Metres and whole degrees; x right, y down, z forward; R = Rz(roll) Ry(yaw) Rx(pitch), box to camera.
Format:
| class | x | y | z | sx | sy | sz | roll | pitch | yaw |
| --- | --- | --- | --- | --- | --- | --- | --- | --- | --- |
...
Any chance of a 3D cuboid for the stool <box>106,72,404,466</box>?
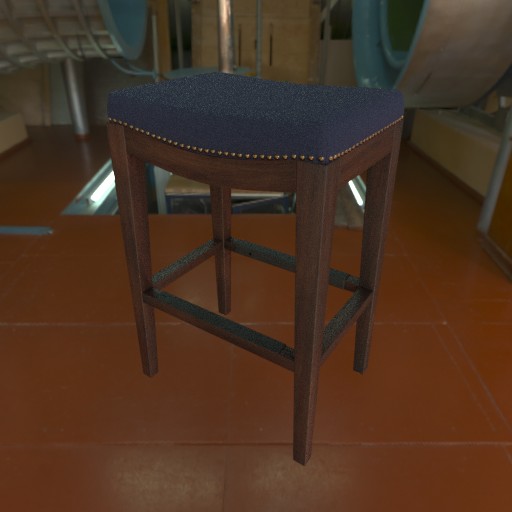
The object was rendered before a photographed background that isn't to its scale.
| class | x | y | z | sx | sy | sz | roll | pitch | yaw |
| --- | --- | --- | --- | --- | --- | --- | --- | --- | --- |
| stool | 0.000 | 0.000 | 1.031 | 0.498 | 0.740 | 0.358 | 19 | 35 | 29 |
